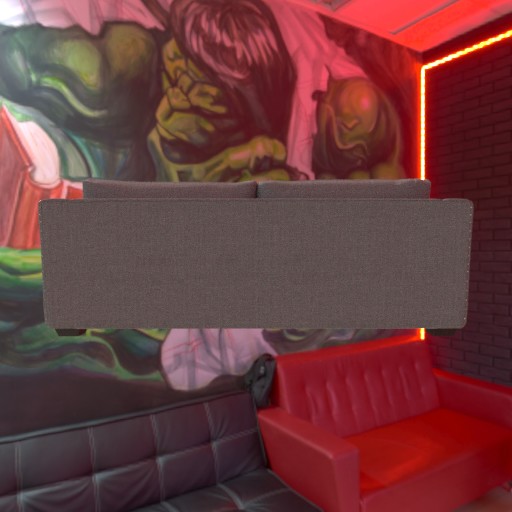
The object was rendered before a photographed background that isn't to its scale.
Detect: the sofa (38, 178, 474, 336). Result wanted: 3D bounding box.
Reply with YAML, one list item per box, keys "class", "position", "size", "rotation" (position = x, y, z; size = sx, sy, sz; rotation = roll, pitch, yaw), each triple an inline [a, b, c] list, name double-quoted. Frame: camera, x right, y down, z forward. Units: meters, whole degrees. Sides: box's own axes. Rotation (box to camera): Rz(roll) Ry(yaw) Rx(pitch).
- class: "sofa"
  position: [0.000, 0.000, 2.733]
  size: [2.208, 0.857, 1.000]
  rotation: [0, 0, 0]
